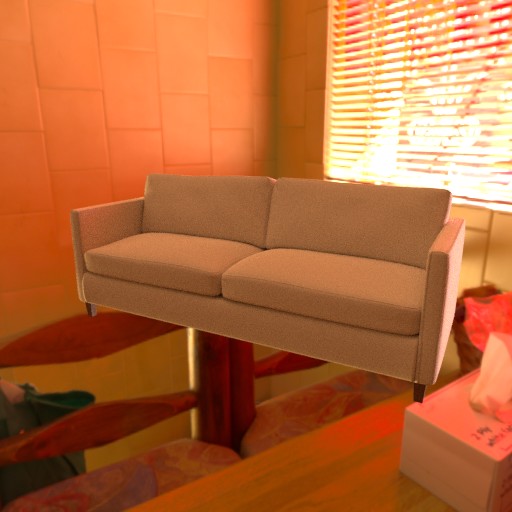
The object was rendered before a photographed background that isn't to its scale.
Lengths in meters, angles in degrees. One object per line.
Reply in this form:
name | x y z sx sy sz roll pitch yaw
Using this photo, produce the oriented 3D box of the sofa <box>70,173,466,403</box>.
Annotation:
sofa | 0.000 0.000 2.853 2.361 0.962 0.951 8 17 27
